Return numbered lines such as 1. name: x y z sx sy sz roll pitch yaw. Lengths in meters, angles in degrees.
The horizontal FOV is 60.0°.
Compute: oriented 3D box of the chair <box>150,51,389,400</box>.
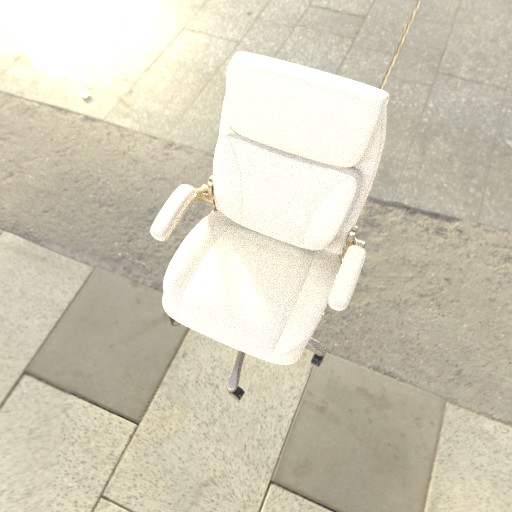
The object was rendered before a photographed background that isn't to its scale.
1. chair: 0.000 0.000 1.634 0.740 1.110 0.794 18 61 10
